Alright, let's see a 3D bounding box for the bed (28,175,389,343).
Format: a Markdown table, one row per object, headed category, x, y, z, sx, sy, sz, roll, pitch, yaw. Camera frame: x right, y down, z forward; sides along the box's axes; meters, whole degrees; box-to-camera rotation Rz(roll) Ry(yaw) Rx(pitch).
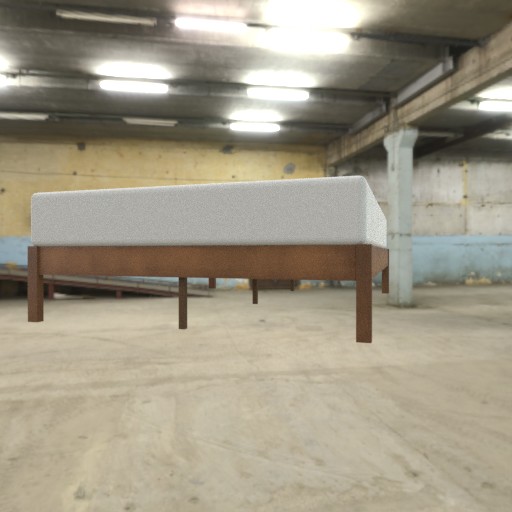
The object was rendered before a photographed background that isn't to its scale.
| category | x | y | z | sx | sy | sz | roll | pitch | yaw |
| --- | --- | --- | --- | --- | --- | --- | --- | --- | --- |
| bed | 0.000 | 0.000 | 2.759 | 1.529 | 0.593 | 2.050 | 0 | 0 | 18 |
